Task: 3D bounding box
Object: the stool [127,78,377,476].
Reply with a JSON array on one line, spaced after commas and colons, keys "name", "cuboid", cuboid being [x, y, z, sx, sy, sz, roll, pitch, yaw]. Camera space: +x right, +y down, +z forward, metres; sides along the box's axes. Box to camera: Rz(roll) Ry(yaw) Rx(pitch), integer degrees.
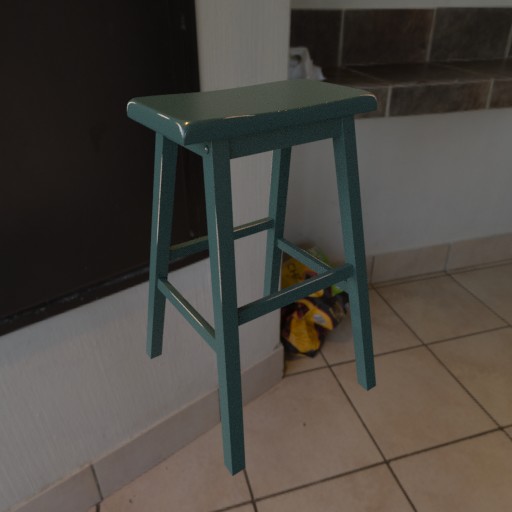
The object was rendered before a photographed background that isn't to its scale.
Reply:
[{"name": "stool", "cuboid": [0.000, 0.000, 1.064, 0.457, 0.737, 0.476, -19, 35, -30]}]
